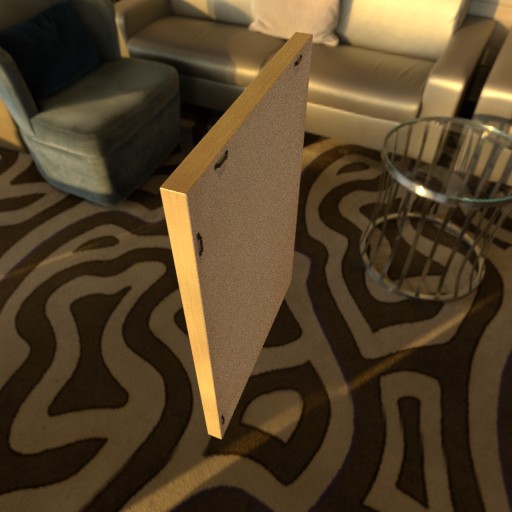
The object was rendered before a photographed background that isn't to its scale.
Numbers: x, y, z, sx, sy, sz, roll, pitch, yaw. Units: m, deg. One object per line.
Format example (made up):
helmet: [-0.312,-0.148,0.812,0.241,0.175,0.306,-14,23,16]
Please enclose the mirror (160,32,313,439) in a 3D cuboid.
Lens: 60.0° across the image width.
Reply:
mirror: [0.000,0.000,0.922,0.039,0.710,0.507,16,49,15]
